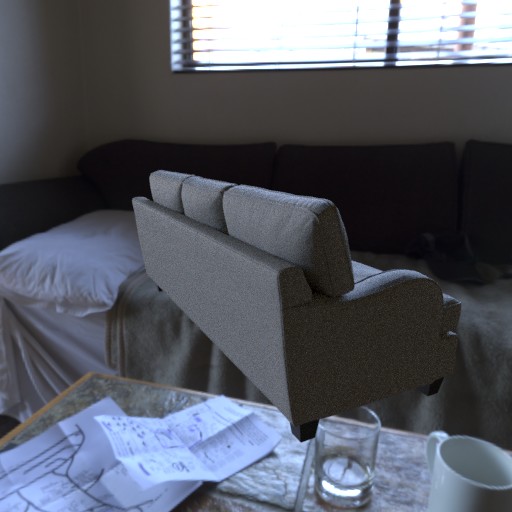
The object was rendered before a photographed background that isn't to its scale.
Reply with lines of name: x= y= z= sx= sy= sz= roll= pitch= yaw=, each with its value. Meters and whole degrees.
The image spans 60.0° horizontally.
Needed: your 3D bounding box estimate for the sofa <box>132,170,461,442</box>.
sofa: x=0.000 y=0.000 z=2.802 sx=1.016 sy=0.997 sz=2.323 roll=-8 pitch=16 yaw=-27
